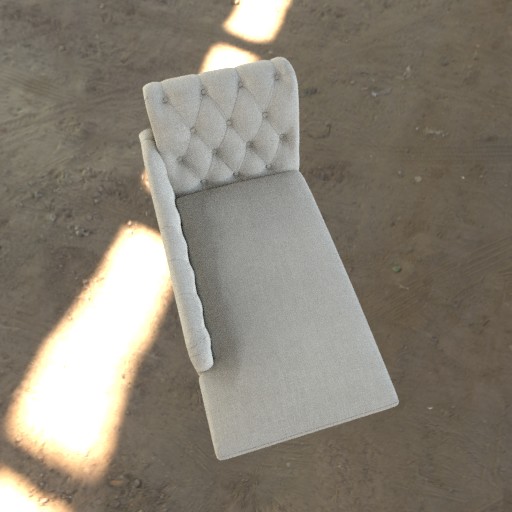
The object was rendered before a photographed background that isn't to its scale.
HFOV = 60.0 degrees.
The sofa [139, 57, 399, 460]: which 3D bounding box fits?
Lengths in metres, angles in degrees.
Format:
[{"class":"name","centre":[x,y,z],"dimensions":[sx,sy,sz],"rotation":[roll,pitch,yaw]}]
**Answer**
[{"class":"sofa","centre":[0.000,0.000,1.791],"dimensions":[0.675,0.787,1.379],"rotation":[-14,64,-7]}]
